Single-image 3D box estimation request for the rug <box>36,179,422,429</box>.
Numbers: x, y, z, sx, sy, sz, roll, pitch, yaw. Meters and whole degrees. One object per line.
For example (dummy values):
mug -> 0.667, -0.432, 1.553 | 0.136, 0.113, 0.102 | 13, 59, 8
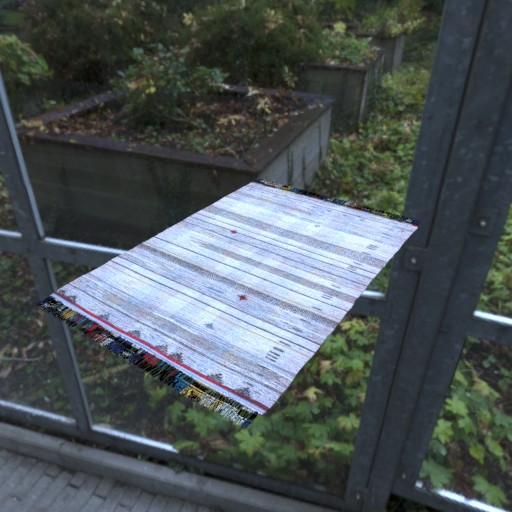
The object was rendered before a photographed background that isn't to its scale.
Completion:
rug -> 0.000, 0.000, 2.360 | 1.217, 0.012, 1.848 | 20, 37, 29
